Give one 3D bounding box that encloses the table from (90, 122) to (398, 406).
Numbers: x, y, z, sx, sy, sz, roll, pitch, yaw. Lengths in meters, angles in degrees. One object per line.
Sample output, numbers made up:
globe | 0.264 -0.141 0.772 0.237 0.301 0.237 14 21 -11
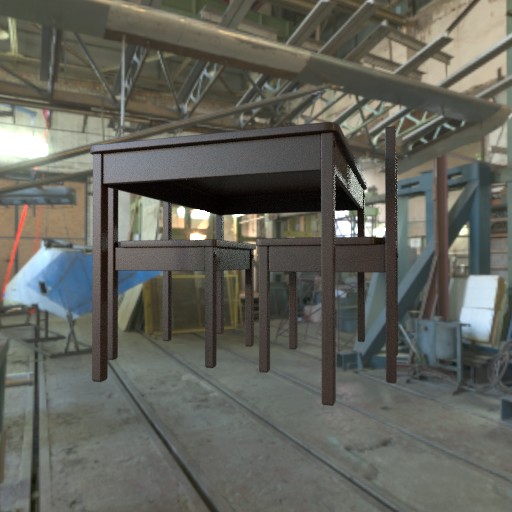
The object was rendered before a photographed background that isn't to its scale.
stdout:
table | 0.000 0.000 1.104 0.672 0.503 0.650 0 -1 18
